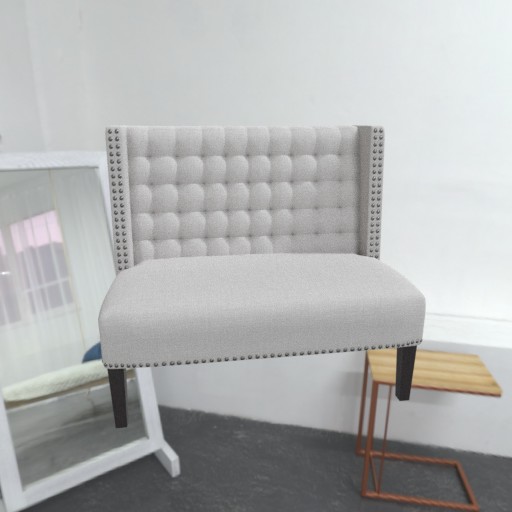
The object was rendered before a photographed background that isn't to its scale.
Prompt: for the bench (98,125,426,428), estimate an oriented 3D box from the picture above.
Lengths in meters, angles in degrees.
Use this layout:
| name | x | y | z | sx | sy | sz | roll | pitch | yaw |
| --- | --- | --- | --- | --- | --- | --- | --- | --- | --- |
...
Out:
| name | x | y | z | sx | sy | sz | roll | pitch | yaw |
| --- | --- | --- | --- | --- | --- | --- | --- | --- | --- |
| bench | 0.000 | 0.000 | 1.996 | 1.280 | 1.123 | 0.847 | -3 | 17 | -8 |
